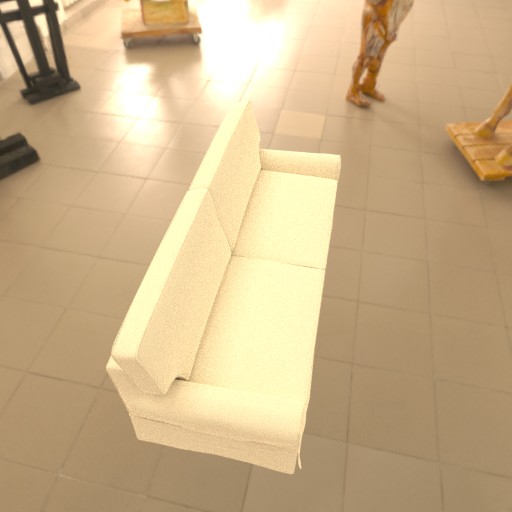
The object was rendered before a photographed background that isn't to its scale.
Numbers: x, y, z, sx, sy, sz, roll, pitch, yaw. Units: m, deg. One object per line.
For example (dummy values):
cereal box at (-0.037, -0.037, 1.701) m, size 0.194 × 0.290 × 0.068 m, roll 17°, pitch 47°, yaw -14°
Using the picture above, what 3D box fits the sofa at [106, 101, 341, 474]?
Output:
sofa at (0.000, 0.000, 2.557) m, size 0.862 × 0.937 × 2.021 m, roll 9°, pitch 48°, yaw 8°
